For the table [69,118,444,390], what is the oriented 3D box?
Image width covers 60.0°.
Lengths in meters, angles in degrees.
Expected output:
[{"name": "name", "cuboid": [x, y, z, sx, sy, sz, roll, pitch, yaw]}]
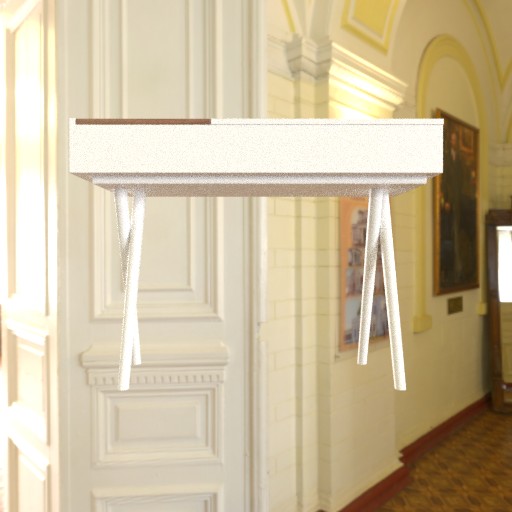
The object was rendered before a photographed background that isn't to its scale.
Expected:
[{"name": "table", "cuboid": [0.000, 0.000, 1.470, 1.066, 0.785, 0.418, 0, 0, 0]}]
